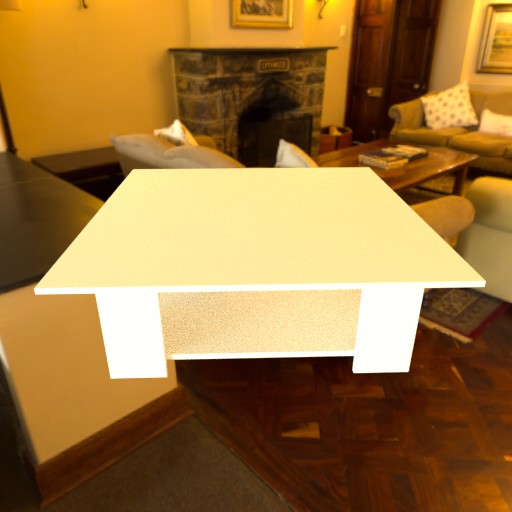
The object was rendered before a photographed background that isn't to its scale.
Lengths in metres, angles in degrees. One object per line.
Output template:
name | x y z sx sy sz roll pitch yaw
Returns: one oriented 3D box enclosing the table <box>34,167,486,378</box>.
table | 0.000 0.000 1.338 0.890 0.305 0.890 -1 26 -2
